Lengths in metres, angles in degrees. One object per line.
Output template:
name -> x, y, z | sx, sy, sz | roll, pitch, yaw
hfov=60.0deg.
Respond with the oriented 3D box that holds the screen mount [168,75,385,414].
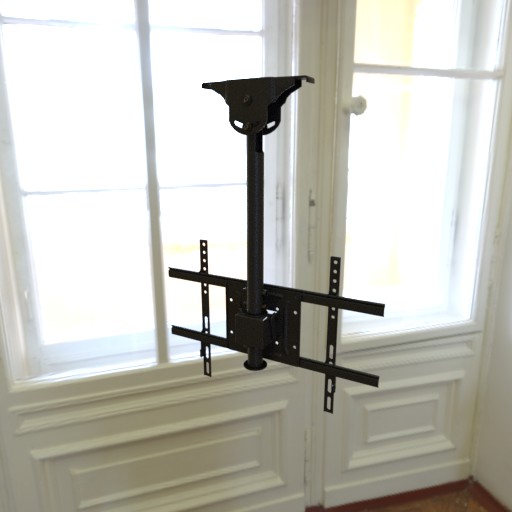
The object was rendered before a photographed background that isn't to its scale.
screen mount -> 0.000, 0.000, 1.045 | 0.595, 0.775, 0.090 | 8, 17, 28
